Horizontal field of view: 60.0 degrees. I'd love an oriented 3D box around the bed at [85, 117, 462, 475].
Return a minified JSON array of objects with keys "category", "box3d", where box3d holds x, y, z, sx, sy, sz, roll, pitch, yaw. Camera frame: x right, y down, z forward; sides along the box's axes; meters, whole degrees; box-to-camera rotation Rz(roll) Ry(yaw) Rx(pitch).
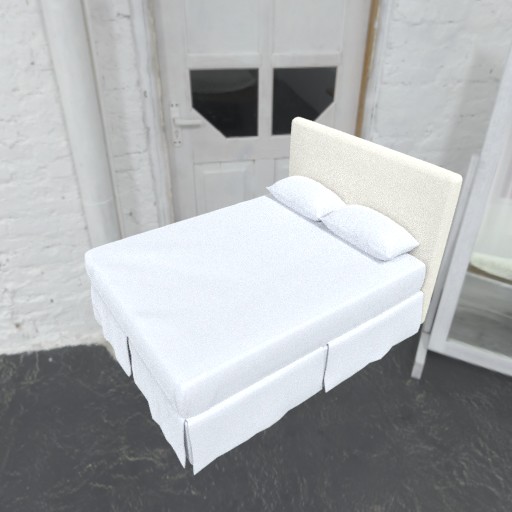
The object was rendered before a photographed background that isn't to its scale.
[{"category":"bed","box3d":[0.000,0.000,3.231,2.142,1.330,1.713,-21,38,-29]}]
